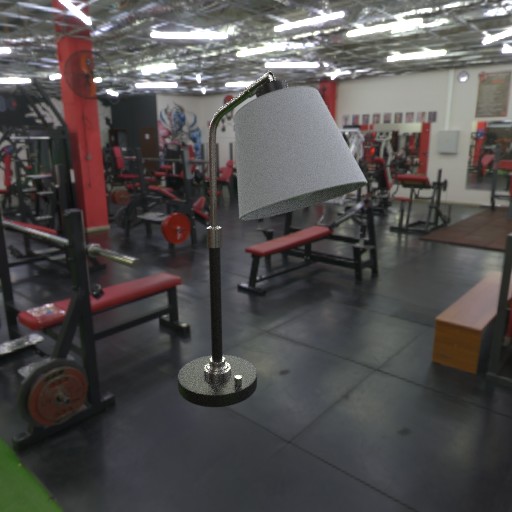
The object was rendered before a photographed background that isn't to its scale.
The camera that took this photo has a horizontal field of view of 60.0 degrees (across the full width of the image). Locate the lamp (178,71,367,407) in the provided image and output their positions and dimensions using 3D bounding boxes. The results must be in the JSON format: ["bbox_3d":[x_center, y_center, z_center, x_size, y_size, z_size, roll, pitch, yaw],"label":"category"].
[{"bbox_3d":[0.000,0.000,0.700,0.348,0.539,0.181,14,20,42],"label":"lamp"}]
